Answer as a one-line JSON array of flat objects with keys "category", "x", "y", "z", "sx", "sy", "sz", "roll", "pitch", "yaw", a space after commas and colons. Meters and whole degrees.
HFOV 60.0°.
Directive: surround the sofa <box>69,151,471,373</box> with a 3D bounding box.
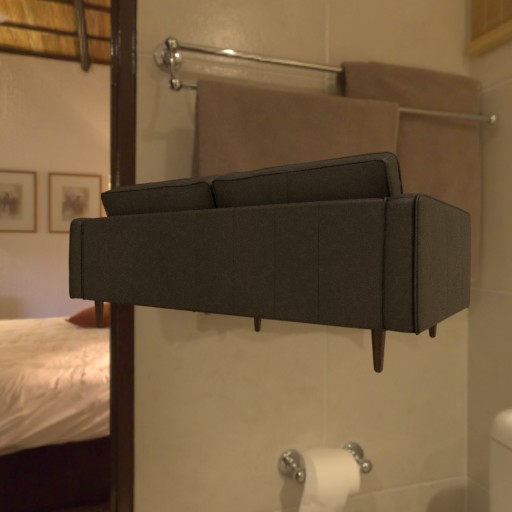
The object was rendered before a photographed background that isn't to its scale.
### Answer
[{"category": "sofa", "x": 0.000, "y": 0.000, "z": 2.242, "sx": 1.879, "sy": 0.770, "sz": 0.921, "roll": 0, "pitch": 1, "yaw": 35}]
